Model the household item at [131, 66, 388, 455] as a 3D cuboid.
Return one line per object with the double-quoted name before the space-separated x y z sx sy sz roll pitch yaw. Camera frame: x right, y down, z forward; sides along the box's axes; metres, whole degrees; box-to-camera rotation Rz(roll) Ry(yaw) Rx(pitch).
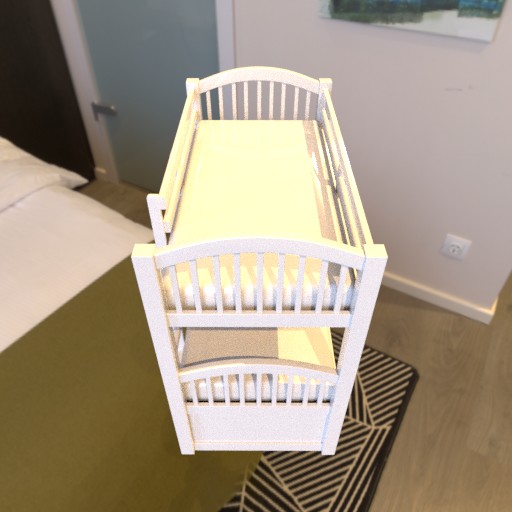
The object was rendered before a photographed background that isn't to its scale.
"household item" 0.000 0.000 3.269 1.143 2.032 2.032 0 42 0
